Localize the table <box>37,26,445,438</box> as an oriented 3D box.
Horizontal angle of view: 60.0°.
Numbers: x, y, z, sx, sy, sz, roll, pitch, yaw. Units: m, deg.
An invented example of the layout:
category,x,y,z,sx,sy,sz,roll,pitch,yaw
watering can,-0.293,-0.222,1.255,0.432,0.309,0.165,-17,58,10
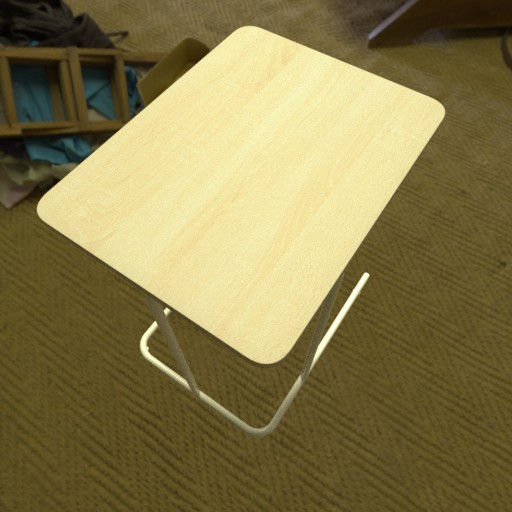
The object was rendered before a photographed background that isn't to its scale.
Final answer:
category,x,y,z,sx,sy,sz,roll,pitch,yaw
table,0.000,0.000,0.841,0.370,0.550,0.480,30,64,17
